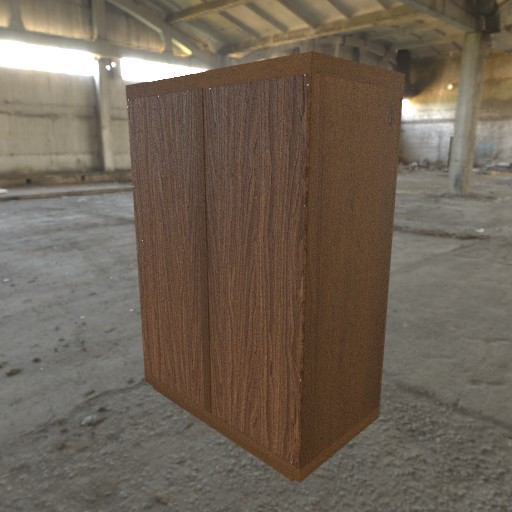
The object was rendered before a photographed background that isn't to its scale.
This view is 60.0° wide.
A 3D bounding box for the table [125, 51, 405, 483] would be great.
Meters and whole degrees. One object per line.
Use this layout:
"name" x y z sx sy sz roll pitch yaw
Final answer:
"table" 0.000 0.000 1.742 0.901 1.294 0.524 13 19 43
